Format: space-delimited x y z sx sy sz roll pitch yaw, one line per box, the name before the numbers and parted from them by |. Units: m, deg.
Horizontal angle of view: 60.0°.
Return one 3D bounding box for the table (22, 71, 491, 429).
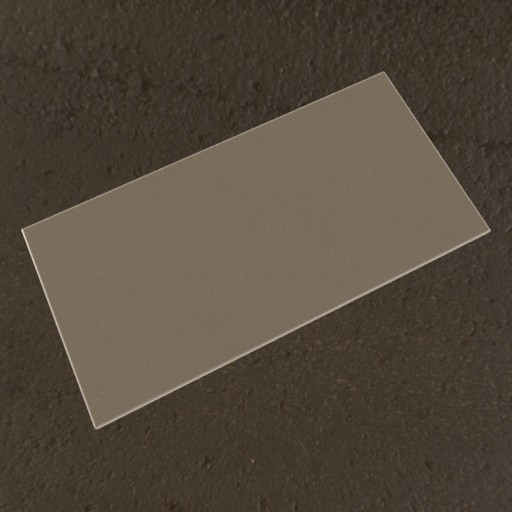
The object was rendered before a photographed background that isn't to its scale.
table | 0.000 0.000 1.407 1.107 0.510 0.550 -25 76 -7
